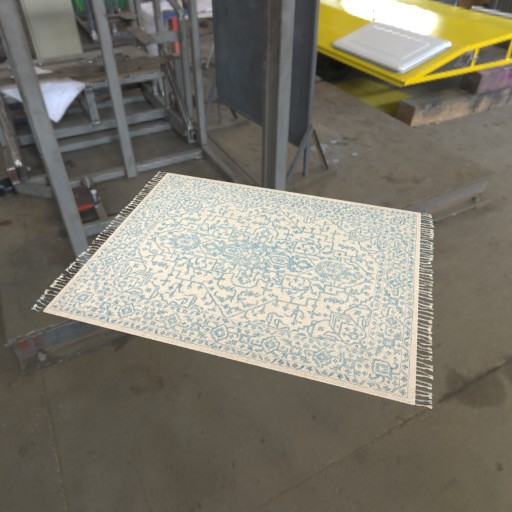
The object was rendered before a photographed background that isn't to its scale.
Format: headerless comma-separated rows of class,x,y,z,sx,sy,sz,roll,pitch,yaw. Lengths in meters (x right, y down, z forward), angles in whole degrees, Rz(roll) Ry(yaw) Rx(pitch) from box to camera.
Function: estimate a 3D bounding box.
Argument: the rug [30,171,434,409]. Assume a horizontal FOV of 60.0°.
rug,0.000,0.000,4.316,3.327,0.010,2.464,11,42,13
